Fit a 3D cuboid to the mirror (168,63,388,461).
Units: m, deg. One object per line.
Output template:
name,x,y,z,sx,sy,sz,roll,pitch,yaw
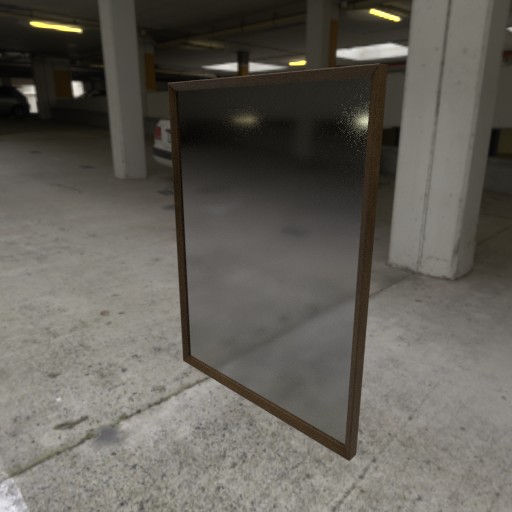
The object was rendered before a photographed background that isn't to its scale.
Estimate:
mirror,0.000,0.000,1.345,0.762,1.016,0.041,16,23,42
